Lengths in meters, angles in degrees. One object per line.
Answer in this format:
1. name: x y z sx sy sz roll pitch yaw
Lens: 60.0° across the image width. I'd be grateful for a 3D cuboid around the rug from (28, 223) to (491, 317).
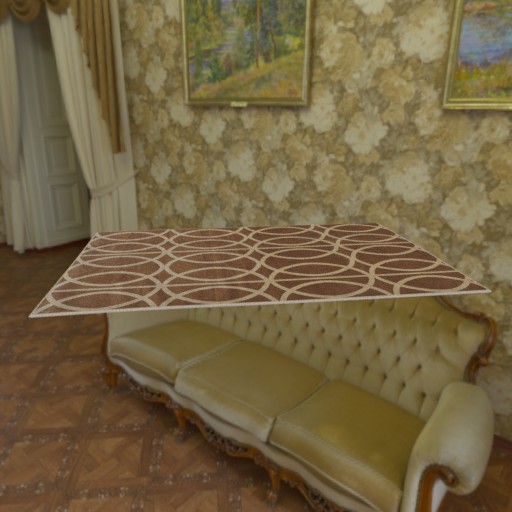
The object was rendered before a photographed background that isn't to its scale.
1. rug: 0.000 0.000 2.877 2.294 0.014 1.528 -2 18 -7
